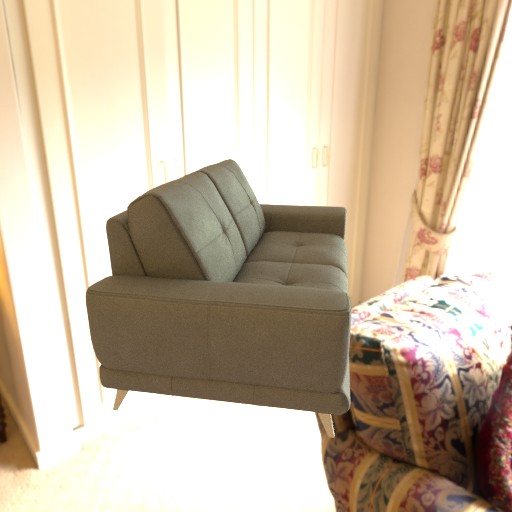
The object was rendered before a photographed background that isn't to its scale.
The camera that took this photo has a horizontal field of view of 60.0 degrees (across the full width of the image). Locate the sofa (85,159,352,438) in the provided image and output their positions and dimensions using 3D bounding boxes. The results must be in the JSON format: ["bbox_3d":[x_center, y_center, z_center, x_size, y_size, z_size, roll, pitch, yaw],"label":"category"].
[{"bbox_3d":[0.000,0.000,2.422,1.018,0.907,1.806,3,18,10],"label":"sofa"}]
